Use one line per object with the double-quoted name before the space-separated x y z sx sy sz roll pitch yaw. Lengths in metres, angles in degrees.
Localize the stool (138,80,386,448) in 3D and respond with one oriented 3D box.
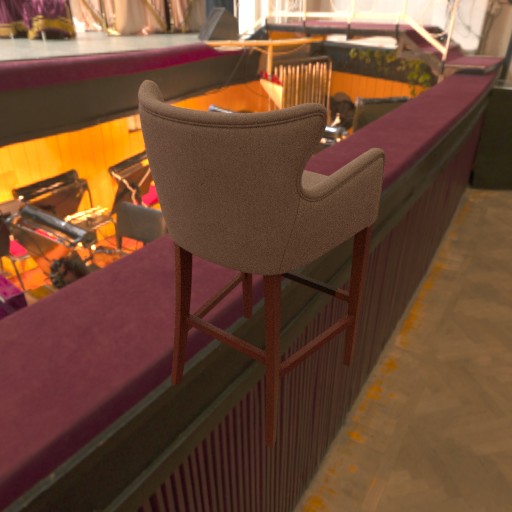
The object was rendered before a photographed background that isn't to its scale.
"stool" 0.000 0.000 1.422 0.575 1.047 0.575 21 36 32
